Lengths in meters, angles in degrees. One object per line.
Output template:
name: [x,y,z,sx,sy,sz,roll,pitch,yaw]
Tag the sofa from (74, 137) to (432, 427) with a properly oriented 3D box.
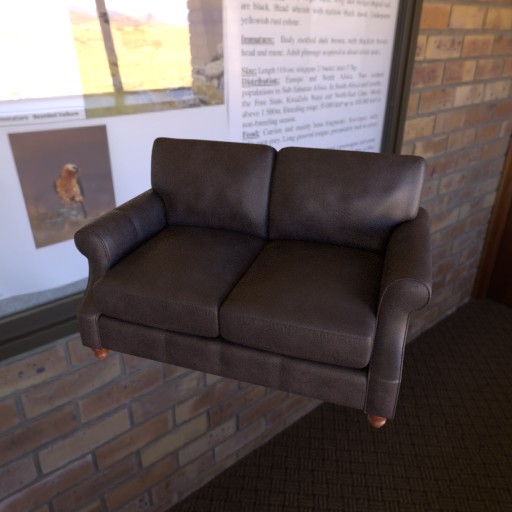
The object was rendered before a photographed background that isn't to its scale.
sofa: [0.000,0.000,2.278,1.663,0.979,1.030,9,27,17]
